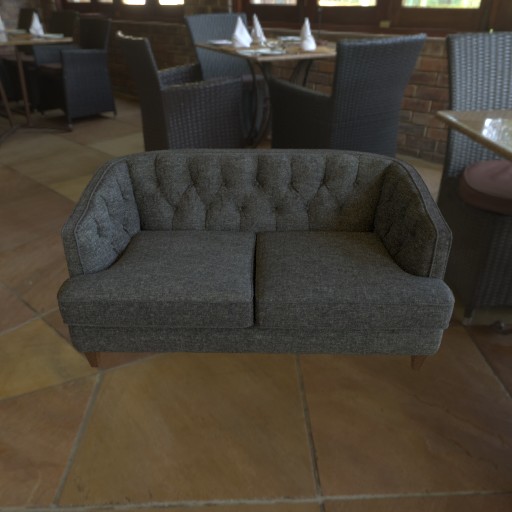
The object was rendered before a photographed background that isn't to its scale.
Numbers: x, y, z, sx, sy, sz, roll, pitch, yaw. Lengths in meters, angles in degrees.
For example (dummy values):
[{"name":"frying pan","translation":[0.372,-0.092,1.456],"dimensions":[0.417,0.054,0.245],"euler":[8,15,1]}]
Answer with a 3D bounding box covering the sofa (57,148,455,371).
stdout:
[{"name":"sofa","translation":[0.000,0.000,2.282],"dimensions":[1.733,0.855,0.941],"euler":[0,30,1]}]
